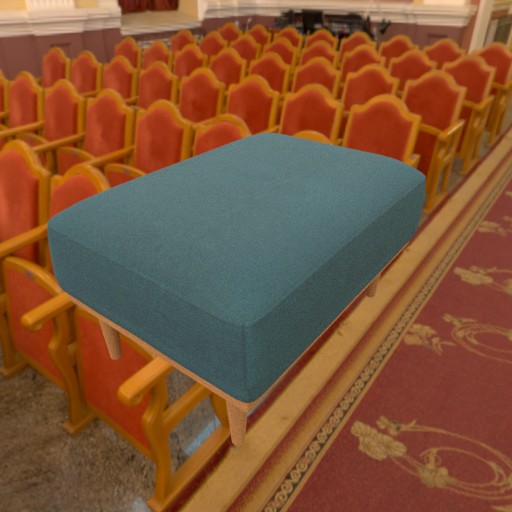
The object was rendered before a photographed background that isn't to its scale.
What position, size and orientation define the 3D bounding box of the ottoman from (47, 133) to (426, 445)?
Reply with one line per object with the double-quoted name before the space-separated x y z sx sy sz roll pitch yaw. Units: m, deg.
"ottoman" 0.000 0.000 1.075 0.549 0.428 0.749 22 38 31
